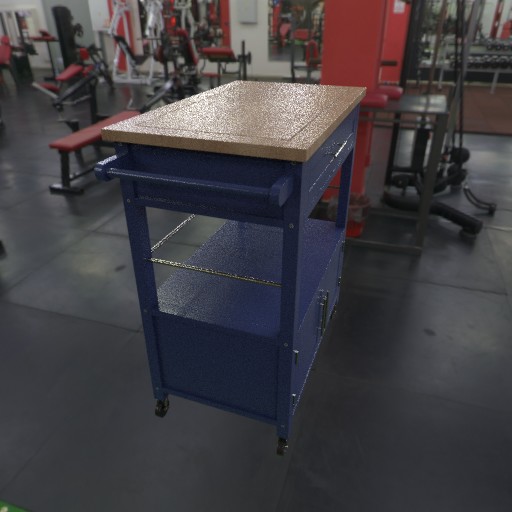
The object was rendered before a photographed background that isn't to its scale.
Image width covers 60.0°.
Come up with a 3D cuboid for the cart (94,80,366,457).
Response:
[{"bbox_3d":[0.000,0.000,1.385,0.459,0.901,0.840,10,31,18],"label":"cart"}]
